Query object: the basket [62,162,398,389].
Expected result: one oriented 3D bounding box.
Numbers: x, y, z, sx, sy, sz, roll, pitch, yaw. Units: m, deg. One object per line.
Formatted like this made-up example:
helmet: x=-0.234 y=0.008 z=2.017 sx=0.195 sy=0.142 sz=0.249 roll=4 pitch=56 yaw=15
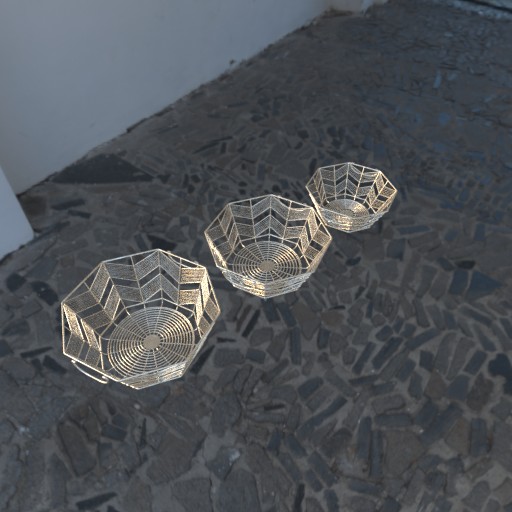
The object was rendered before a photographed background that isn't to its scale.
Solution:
basket: x=0.000 y=0.000 z=1.429 sx=1.246 sy=0.178 sz=0.432 roll=-32 pitch=55 yaw=-26
